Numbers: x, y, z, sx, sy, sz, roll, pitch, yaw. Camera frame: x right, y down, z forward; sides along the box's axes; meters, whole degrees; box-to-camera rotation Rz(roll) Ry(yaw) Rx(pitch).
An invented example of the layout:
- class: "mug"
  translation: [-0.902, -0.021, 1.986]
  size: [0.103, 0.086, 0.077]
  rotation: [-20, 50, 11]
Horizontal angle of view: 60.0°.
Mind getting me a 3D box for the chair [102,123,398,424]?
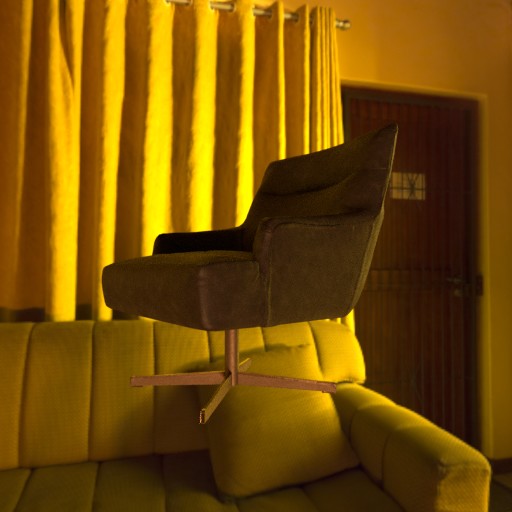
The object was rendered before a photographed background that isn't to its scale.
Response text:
- class: "chair"
  translation: [0.000, 0.000, 1.517]
  size: [0.874, 0.870, 0.738]
  rotation: [1, -2, -36]
